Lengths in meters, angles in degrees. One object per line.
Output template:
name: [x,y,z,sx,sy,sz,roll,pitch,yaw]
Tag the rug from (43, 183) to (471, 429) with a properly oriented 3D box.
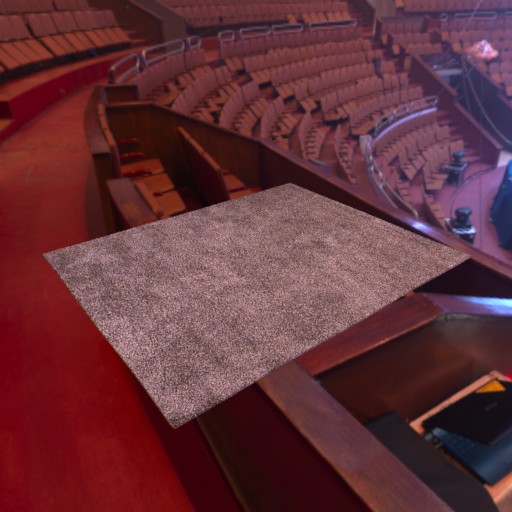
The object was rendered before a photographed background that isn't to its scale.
rug: [0.000,0.000,3.970,3.000,0.025,2.401,-21,35,-33]
